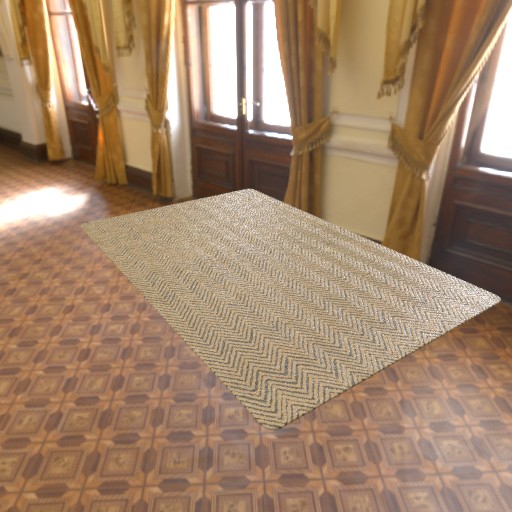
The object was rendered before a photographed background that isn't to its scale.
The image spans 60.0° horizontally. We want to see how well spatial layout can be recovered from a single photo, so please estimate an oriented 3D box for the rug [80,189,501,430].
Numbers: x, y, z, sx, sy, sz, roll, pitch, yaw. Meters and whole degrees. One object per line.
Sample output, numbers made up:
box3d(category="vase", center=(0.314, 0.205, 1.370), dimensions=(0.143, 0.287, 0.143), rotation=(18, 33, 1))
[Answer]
box3d(category="rug", center=(0.000, 0.000, 2.079), dimensions=(1.144, 0.008, 1.752), rotation=(-17, 31, -31))
